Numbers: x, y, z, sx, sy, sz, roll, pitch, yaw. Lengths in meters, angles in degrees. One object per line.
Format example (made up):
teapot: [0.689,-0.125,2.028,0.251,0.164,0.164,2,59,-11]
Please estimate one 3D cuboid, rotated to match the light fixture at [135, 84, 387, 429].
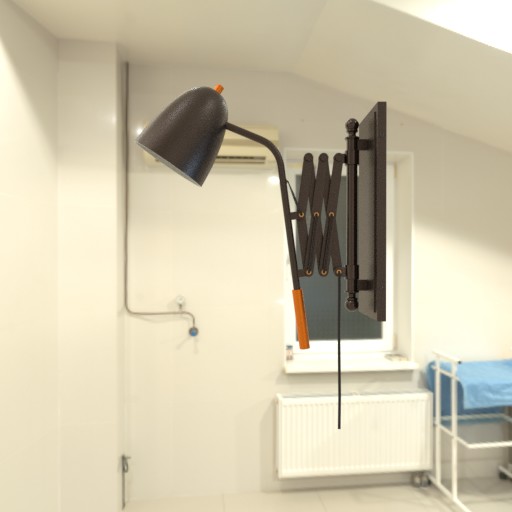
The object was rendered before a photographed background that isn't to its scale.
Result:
light fixture: [0.000,0.000,0.925,0.499,0.715,0.162,0,0,0]
